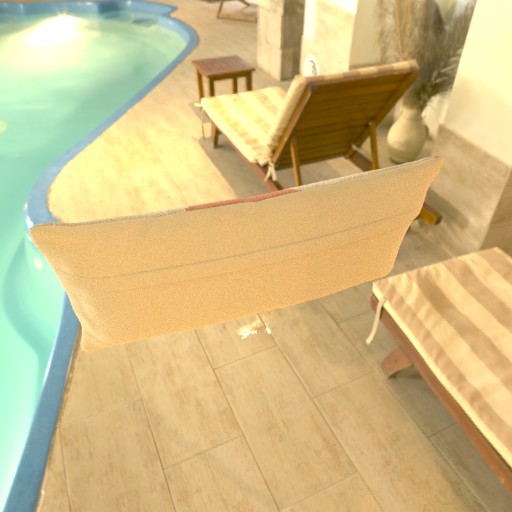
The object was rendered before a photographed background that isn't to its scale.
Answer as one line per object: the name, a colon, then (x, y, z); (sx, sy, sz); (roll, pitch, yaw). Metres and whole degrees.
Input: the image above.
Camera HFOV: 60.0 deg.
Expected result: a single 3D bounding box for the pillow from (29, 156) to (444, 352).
pillow: (0.000, 0.000, 0.725); (0.609, 0.292, 0.155); (-13, 41, -15)
